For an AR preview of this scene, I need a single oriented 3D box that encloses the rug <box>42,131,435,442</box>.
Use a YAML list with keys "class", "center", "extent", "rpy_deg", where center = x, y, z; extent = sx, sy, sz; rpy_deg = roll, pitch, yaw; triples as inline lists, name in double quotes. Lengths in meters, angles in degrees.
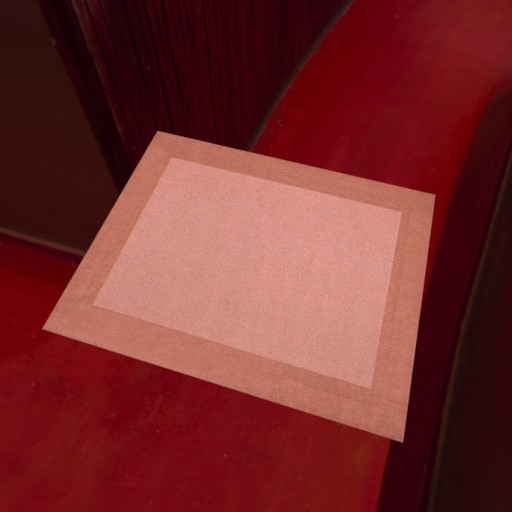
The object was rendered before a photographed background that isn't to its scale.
- class: "rug"
  center: [0.000, 0.000, 4.123]
  extent: [3.048, 0.014, 2.438]
  rpy_deg: [15, 61, 9]
